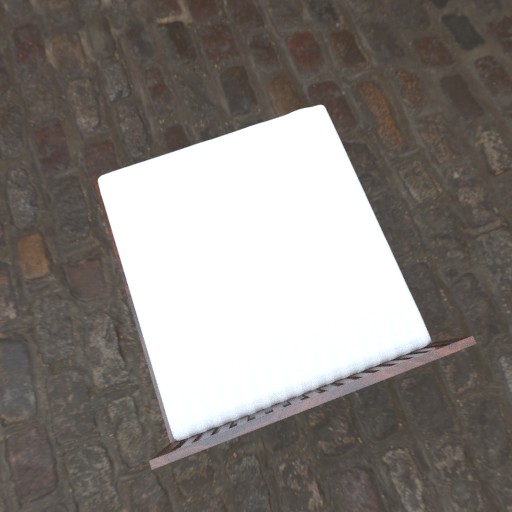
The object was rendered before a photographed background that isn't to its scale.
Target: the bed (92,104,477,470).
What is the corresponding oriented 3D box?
[{"bbox_3d":[0.000,0.000,3.084,1.905,0.890,2.030,-19,76,-5],"label":"bed"}]
